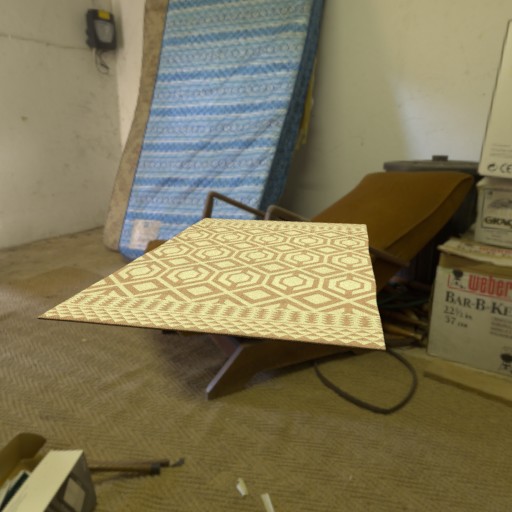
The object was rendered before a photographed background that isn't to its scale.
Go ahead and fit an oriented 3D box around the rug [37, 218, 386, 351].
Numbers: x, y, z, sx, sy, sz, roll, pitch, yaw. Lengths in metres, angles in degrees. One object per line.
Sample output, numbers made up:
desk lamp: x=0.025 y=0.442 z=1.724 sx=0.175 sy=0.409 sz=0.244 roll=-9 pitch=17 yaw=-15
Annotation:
rug: x=0.000 y=0.000 z=2.994 sx=1.526 sy=0.011 sz=2.435 roll=3 pitch=16 yaw=11
